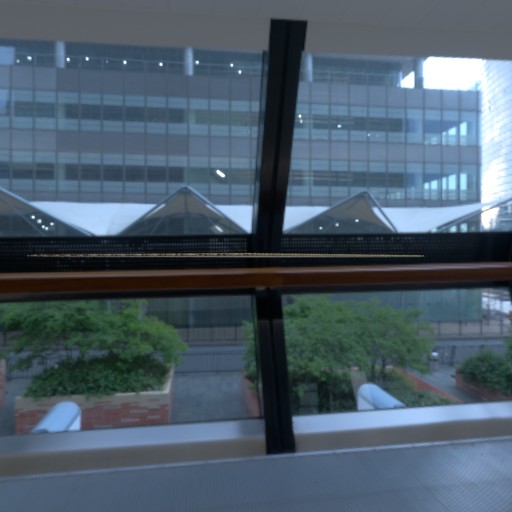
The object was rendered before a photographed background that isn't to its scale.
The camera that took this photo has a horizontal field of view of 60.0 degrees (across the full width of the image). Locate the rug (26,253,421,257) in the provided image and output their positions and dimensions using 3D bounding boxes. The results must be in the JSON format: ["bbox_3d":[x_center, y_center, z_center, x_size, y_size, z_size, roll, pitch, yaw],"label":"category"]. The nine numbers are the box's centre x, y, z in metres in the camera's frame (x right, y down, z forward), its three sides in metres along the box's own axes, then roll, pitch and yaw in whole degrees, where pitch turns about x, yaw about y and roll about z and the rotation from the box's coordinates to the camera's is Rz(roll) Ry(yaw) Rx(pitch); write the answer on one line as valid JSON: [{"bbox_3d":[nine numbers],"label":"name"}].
[{"bbox_3d":[0.000,0.000,2.333,1.247,0.008,1.802,0,0,37],"label":"rug"}]
